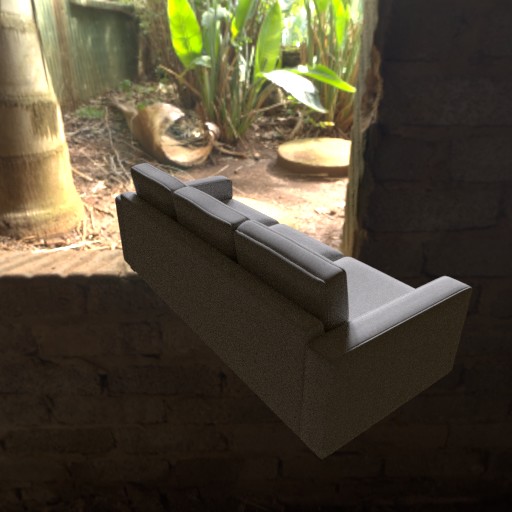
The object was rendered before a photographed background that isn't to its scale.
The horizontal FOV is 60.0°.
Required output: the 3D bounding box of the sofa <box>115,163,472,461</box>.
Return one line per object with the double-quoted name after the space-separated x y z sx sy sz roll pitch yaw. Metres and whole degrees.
0.000 0.000 2.575 0.900 0.800 2.120 -18 32 -31 "sofa"
